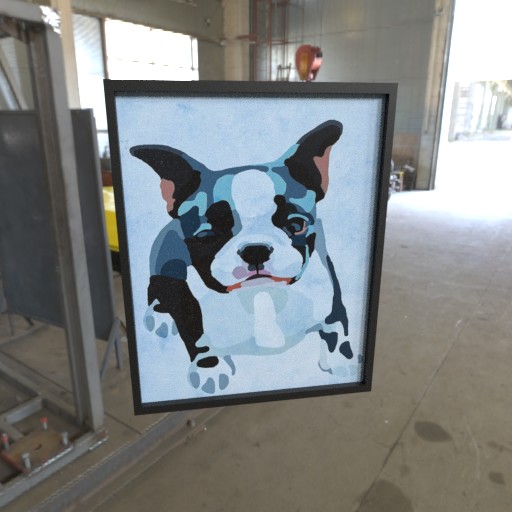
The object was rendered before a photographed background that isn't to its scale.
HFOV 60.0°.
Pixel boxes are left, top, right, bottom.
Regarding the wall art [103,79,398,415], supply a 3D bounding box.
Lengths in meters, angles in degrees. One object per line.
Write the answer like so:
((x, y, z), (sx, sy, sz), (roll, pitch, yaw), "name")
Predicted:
((0.000, 0.000, 0.504), (0.294, 0.369, 0.030), (-3, 17, -9), "wall art")
